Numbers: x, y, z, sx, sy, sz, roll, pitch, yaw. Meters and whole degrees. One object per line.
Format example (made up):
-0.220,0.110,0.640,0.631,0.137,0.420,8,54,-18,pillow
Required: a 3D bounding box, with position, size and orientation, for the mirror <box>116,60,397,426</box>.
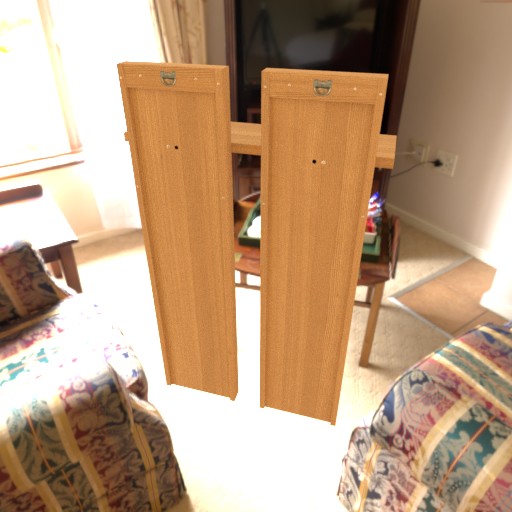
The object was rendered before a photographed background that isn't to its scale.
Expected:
0.000,0.000,1.540,0.800,1.250,0.260,9,34,14,mirror
